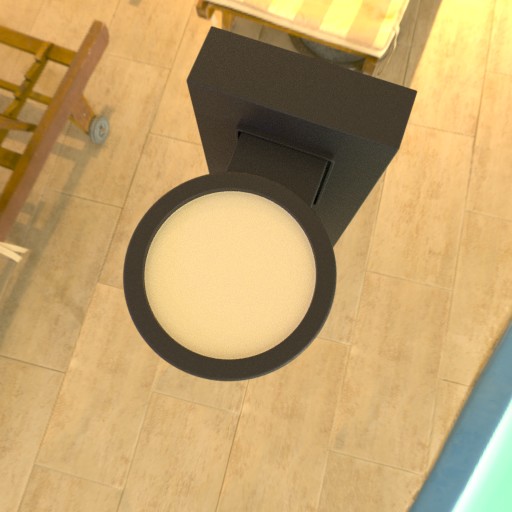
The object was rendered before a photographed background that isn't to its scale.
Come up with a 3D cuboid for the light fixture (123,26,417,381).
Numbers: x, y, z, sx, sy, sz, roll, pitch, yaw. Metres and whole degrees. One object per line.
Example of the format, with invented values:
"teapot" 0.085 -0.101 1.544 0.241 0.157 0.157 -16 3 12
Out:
"light fixture" 0.000 0.000 0.259 0.098 0.179 0.138 20 77 5
